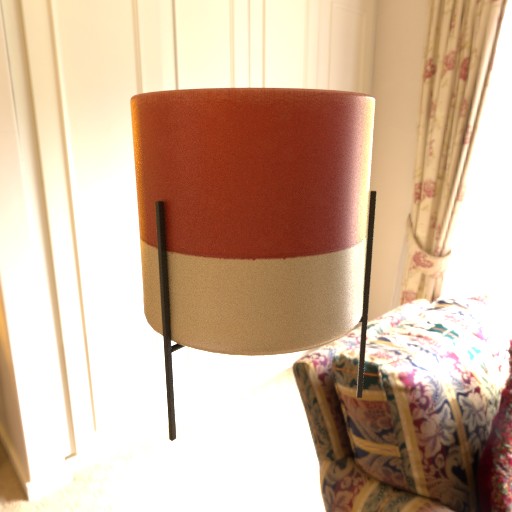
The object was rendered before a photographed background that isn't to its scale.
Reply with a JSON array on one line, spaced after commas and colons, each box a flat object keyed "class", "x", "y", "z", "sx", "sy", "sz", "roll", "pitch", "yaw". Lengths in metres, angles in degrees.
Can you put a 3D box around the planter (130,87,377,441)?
[{"class": "planter", "x": 0.000, "y": 0.000, "z": 0.697, "sx": 0.354, "sy": 0.465, "sz": 0.345, "roll": 3, "pitch": 15, "yaw": 10}]
